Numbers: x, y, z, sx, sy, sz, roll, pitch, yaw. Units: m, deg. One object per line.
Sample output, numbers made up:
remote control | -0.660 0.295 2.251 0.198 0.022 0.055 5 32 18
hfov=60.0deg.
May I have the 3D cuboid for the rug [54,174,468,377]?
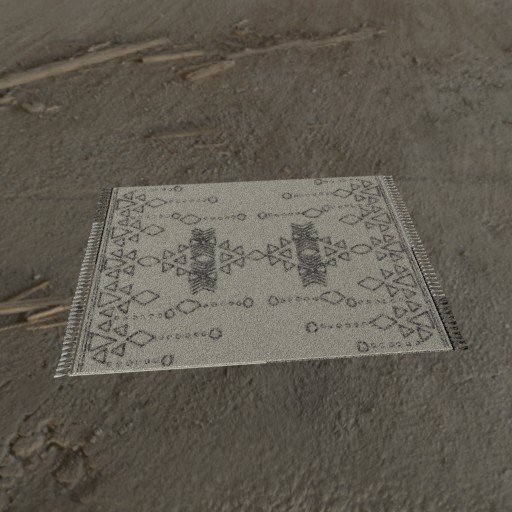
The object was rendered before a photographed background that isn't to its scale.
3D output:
rug | 0.000 0.000 2.992 2.312 0.013 1.600 -3 48 -3
